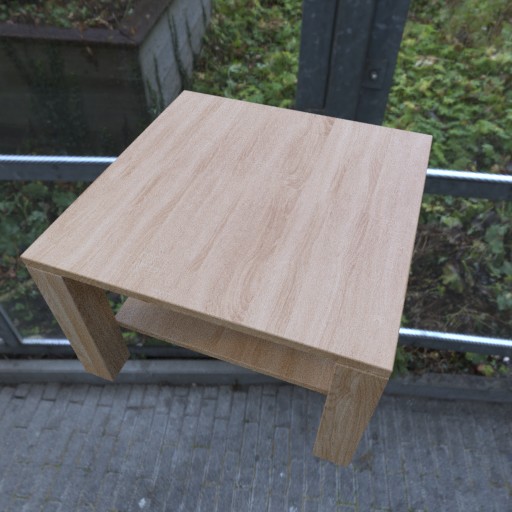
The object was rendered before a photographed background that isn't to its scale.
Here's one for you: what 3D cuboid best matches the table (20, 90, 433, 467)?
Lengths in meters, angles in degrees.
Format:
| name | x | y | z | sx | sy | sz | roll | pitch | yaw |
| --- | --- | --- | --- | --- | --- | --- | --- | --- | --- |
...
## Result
| name | x | y | z | sx | sy | sz | roll | pitch | yaw |
| --- | --- | --- | --- | --- | --- | --- | --- | --- | --- |
| table | 0.000 | 0.000 | 1.147 | 0.700 | 0.450 | 0.700 | 15 | 49 | 13 |
